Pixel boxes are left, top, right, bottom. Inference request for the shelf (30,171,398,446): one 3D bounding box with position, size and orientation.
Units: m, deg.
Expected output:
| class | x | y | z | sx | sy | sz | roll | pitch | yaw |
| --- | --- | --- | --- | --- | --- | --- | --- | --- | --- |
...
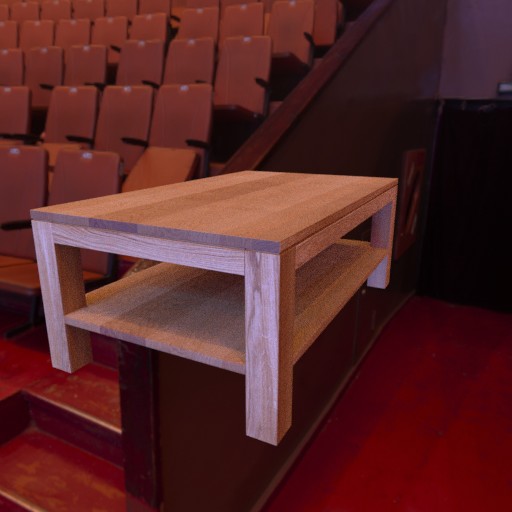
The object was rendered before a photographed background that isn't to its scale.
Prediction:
| class | x | y | z | sx | sy | sz | roll | pitch | yaw |
| --- | --- | --- | --- | --- | --- | --- | --- | --- | --- |
| shelf | 0.000 | 0.000 | 1.525 | 0.700 | 0.450 | 1.150 | 8 | 18 | 26 |
